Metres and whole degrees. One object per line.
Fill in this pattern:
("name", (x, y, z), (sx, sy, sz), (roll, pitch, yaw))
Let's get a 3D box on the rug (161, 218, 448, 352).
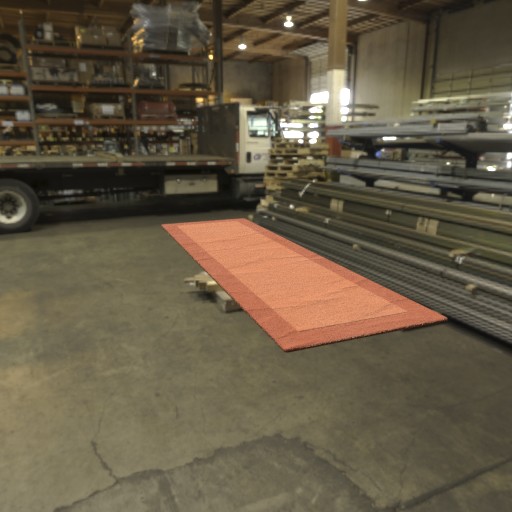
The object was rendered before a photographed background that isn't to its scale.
("rug", (0.000, 0.000, 2.793), (0.914, 0.013, 2.471), (-7, 17, -25))
